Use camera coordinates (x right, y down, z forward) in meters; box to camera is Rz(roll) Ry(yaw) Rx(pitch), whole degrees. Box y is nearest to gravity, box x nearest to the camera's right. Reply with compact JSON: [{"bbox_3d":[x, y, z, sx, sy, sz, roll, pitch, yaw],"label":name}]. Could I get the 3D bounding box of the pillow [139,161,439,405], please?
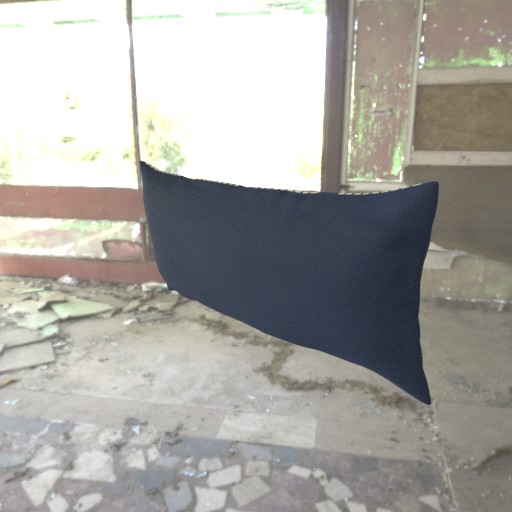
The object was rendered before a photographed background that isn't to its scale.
[{"bbox_3d":[0.000,0.000,0.730,0.156,0.292,0.608,-14,21,-42],"label":"pillow"}]
